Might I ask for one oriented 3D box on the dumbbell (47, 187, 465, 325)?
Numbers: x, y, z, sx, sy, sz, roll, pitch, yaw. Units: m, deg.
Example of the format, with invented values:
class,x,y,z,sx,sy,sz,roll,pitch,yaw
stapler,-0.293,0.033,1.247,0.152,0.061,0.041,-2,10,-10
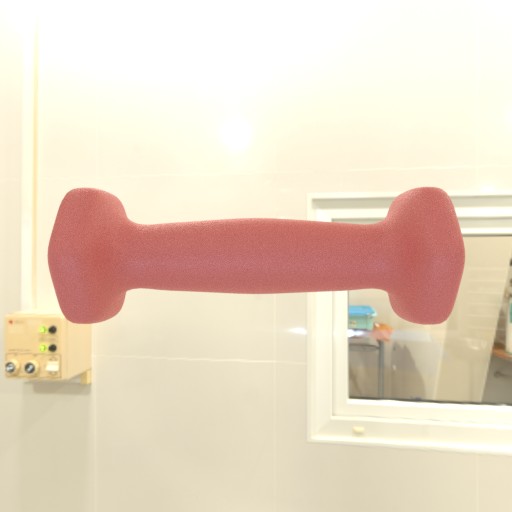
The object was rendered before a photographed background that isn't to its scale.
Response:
class,x,y,z,sx,sy,sz,roll,pitch,yaw
dumbbell,0.000,0.000,0.145,0.123,0.043,0.047,0,0,1
